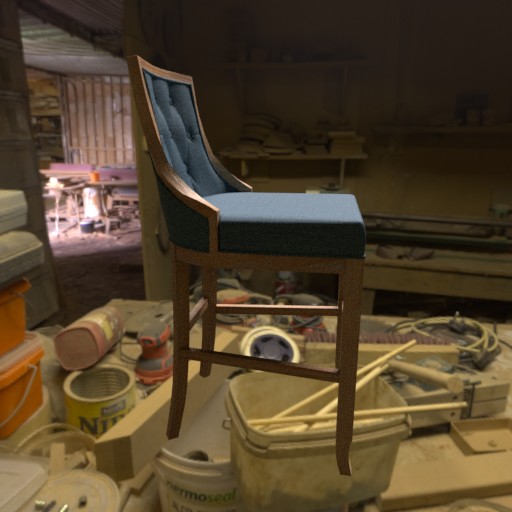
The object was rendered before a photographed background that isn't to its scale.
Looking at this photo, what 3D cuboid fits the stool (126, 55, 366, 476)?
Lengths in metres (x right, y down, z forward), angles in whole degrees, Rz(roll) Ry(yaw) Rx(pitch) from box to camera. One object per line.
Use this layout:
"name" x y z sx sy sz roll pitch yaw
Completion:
"stool" 0.000 0.000 1.381 0.626 1.101 0.524 3 16 9
